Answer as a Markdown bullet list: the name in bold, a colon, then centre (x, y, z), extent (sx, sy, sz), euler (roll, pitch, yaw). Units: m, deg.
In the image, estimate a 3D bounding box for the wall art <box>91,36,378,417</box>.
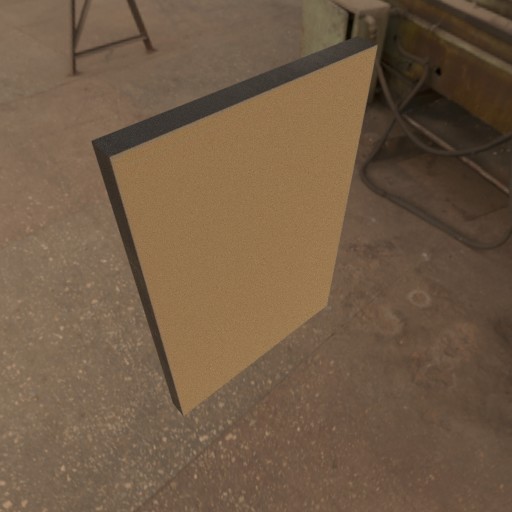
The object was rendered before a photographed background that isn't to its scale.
- **wall art**: centre (0.000, 0.000, 0.571), extent (0.313, 0.457, 0.031), euler (-32, 55, -27)
